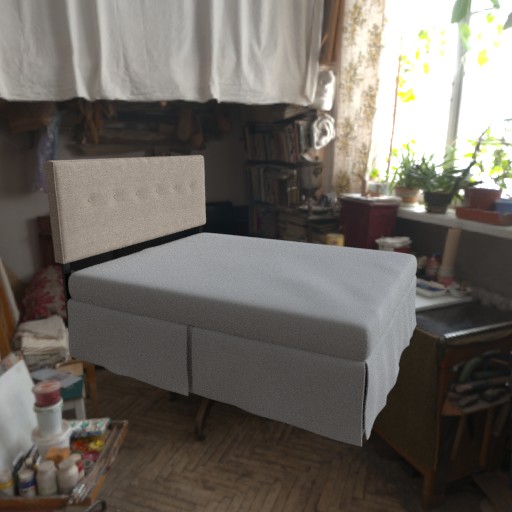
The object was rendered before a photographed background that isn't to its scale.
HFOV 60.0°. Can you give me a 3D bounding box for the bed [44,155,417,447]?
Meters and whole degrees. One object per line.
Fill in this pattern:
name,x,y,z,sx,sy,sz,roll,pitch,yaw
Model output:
bed,0.000,0.000,2.978,1.978,1.270,1.643,7,16,26
